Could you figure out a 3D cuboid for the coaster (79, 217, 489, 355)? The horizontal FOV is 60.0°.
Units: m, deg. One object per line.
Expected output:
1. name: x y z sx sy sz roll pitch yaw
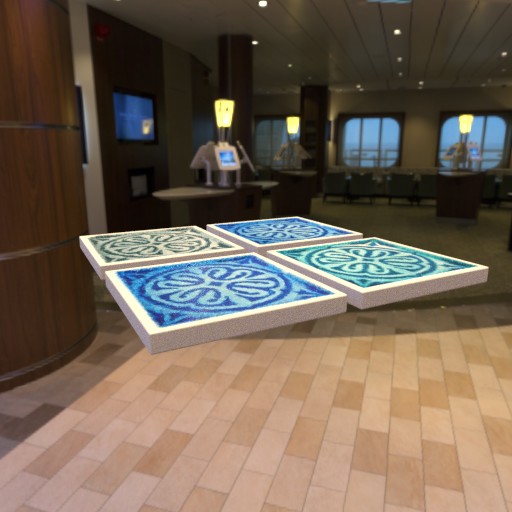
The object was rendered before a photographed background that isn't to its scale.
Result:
1. coaster: 0.000 0.000 0.322 0.214 0.010 0.219 -8 16 -27
